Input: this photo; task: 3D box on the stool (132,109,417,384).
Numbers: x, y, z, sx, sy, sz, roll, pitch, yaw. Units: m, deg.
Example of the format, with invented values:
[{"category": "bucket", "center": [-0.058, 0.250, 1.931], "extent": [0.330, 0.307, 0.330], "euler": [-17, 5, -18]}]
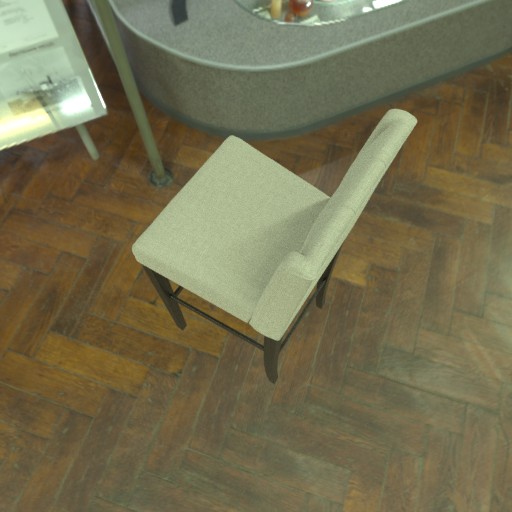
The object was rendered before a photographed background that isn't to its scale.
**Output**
[{"category": "stool", "center": [0.000, 0.000, 1.366], "extent": [0.509, 1.116, 0.474], "euler": [30, 67, 14]}]
